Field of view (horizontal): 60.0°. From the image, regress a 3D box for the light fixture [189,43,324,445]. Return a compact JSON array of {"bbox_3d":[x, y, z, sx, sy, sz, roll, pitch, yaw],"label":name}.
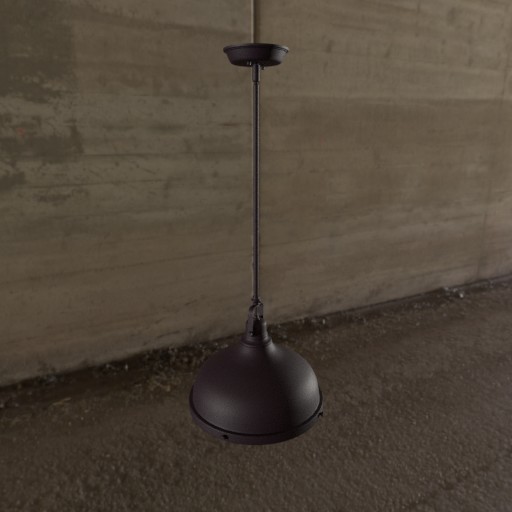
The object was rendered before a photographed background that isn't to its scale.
[{"bbox_3d":[0.000,0.000,0.991,0.341,0.849,0.341,7,17,24],"label":"light fixture"}]
